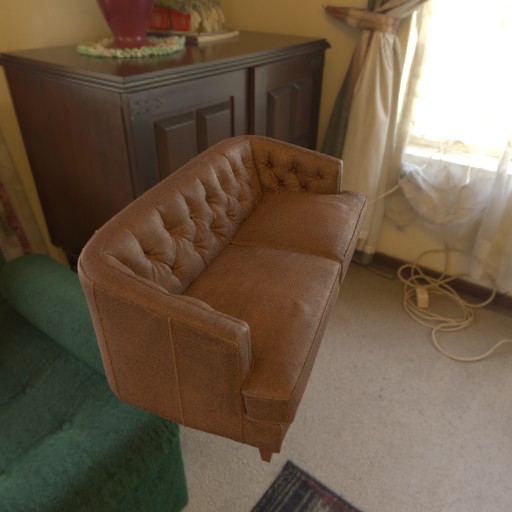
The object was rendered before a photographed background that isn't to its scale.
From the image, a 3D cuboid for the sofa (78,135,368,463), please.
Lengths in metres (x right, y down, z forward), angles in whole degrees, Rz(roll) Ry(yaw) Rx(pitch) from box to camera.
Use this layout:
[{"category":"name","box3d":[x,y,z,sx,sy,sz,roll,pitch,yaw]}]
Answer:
[{"category":"sofa","box3d":[0.000,0.000,2.272,0.917,0.799,1.767,11,34,17]}]
